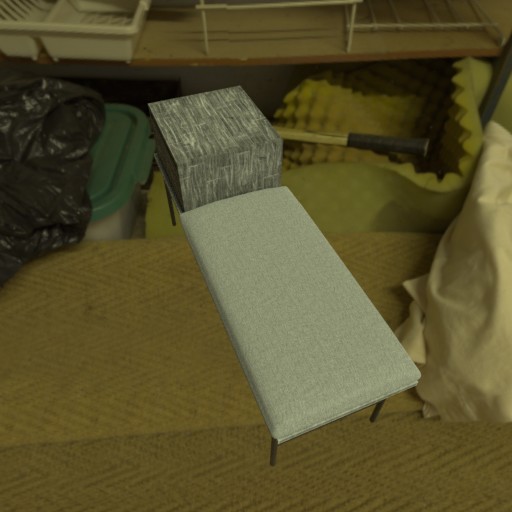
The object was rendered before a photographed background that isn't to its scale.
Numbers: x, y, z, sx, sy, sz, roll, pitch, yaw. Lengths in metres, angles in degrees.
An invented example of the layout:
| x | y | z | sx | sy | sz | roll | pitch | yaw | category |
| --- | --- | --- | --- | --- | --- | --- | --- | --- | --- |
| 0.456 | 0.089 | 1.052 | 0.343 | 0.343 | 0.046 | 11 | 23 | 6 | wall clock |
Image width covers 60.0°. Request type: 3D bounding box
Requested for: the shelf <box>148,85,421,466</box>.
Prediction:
| x | y | z | sx | sy | sz | roll | pitch | yaw | category |
| --- | --- | --- | --- | --- | --- | --- | --- | --- | --- |
| 0.000 | 0.000 | 1.651 | 0.457 | 0.633 | 1.342 | -17 | 50 | -15 | shelf |
